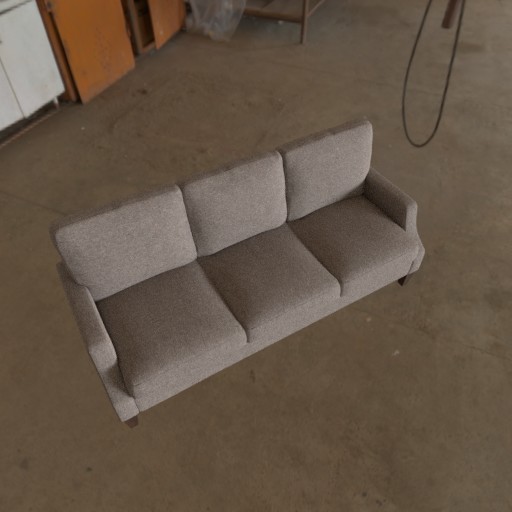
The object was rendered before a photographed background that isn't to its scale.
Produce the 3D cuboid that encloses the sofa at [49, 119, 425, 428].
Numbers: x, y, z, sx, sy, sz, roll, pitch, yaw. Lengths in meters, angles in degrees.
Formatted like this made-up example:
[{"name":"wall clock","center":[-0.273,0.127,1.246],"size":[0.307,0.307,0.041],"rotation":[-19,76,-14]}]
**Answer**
[{"name":"sofa","center":[0.000,0.000,2.673],"size":[2.115,0.984,0.888],"rotation":[-23,51,-20]}]
